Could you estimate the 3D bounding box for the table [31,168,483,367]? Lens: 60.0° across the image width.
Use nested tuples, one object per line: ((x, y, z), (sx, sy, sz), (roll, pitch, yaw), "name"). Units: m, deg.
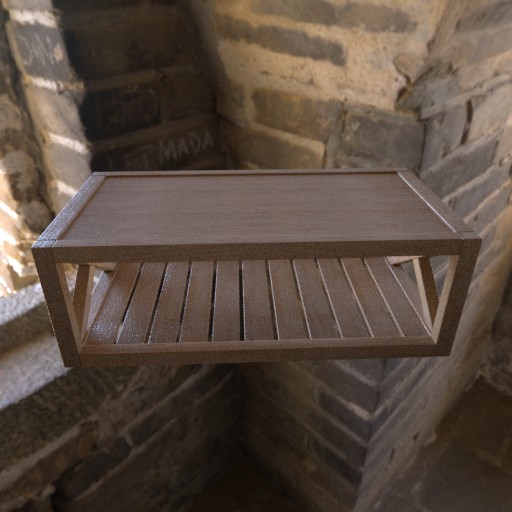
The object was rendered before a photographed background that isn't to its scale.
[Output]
((0.000, 0.000, 1.676), (1.321, 0.457, 0.660), (-1, 30, -2), "table")
